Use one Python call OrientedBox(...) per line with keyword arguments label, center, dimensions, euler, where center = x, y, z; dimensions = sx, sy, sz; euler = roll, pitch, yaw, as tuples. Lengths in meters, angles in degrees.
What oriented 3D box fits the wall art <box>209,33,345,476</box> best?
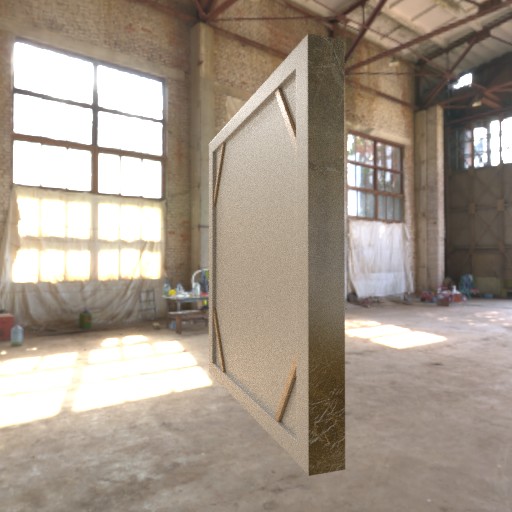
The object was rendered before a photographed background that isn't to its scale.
OrientedBox(label="wall art", center=(0.000, 0.000, 0.605), dimensions=(0.038, 0.407, 0.405), euler=(0, -1, -19))
